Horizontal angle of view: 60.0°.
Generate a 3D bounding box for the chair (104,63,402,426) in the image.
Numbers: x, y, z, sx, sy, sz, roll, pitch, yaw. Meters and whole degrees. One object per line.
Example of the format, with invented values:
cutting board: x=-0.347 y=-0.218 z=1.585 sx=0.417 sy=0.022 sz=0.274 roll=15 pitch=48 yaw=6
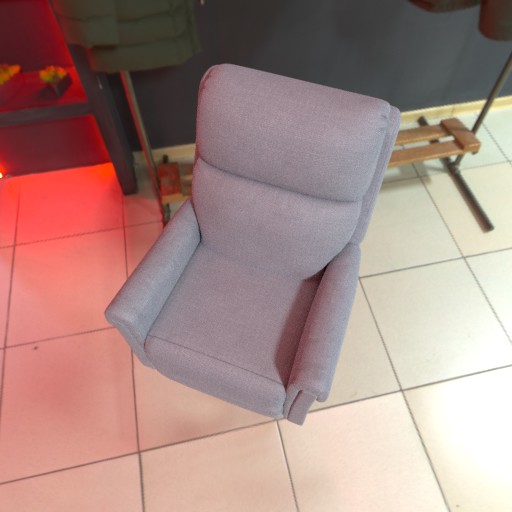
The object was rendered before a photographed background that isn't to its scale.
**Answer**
chair: x=0.000 y=0.000 z=1.770 sx=0.838 sy=1.054 sz=1.014 roll=18 pitch=60 yaw=11
